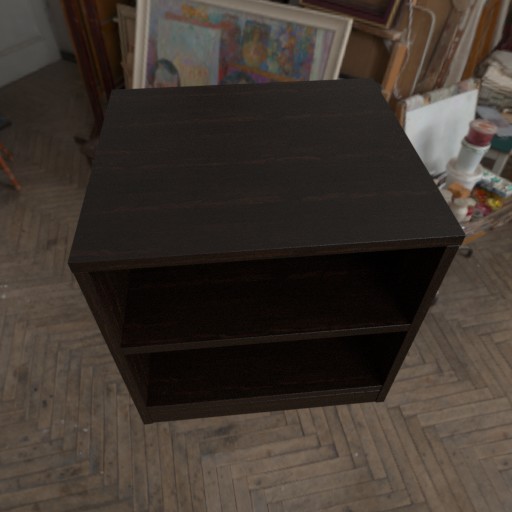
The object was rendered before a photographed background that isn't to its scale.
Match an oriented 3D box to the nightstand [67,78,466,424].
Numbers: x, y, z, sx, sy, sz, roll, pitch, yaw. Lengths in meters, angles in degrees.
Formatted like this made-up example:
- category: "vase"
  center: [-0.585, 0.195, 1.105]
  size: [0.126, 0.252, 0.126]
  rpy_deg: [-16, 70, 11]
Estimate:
- category: "nightstand"
  center: [0.000, 0.000, 0.861]
  size: [0.489, 0.487, 0.427]
  rpy_deg: [-4, 47, -4]
